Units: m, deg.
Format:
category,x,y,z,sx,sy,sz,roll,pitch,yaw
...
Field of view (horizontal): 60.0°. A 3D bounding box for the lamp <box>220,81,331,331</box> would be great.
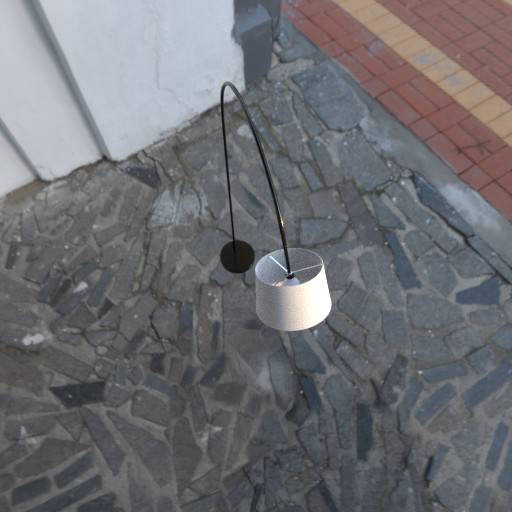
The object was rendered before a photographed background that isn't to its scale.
category,x,y,z,sx,sy,sz,roll,pitch,yaw
lamp,0.000,0.000,2.674,0.331,2.104,1.363,-16,65,-8
